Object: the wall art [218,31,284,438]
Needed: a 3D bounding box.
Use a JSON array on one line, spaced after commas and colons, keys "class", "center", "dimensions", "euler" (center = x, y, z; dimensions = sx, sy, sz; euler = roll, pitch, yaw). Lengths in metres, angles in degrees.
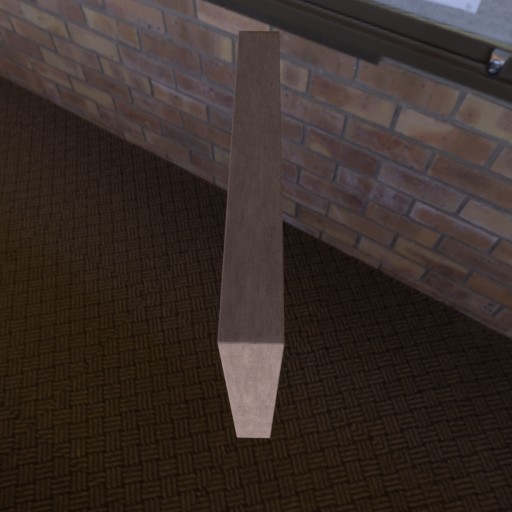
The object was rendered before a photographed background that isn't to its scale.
[{"class": "wall art", "center": [0.000, 0.000, 0.458], "dimensions": [0.038, 0.302, 0.303], "euler": [1, 58, 1]}]
